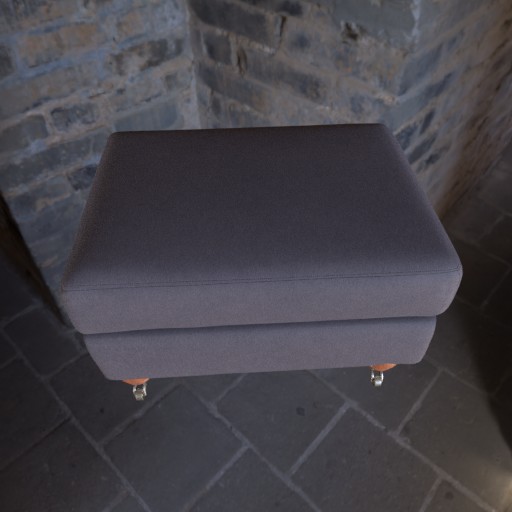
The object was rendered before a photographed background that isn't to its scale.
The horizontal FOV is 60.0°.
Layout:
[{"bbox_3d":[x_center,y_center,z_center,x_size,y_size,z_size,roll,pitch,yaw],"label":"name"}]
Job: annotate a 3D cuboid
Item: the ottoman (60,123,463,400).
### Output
[{"bbox_3d":[0.000,0.000,1.134,0.773,0.497,0.574,-3,46,-2],"label":"ottoman"}]
